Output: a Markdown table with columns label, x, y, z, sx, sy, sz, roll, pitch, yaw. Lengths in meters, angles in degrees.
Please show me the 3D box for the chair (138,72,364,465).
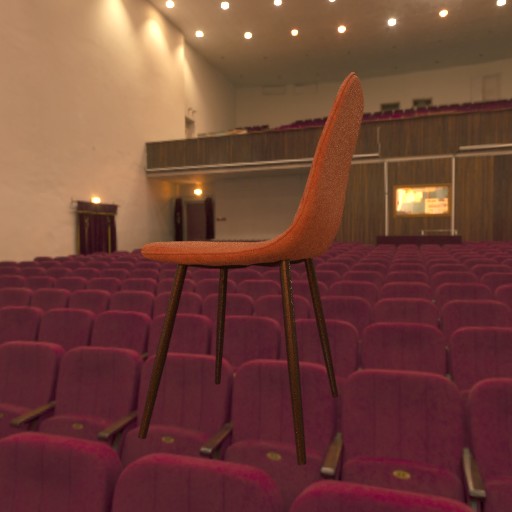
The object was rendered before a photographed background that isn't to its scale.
| label | x | y | z | sx | sy | sz | roll | pitch | yaw |
| --- | --- | --- | --- | --- | --- | --- | --- | --- | --- |
| chair | 0.000 | 0.000 | 1.220 | 0.561 | 0.889 | 0.472 | 1 | 2 | 19 |
